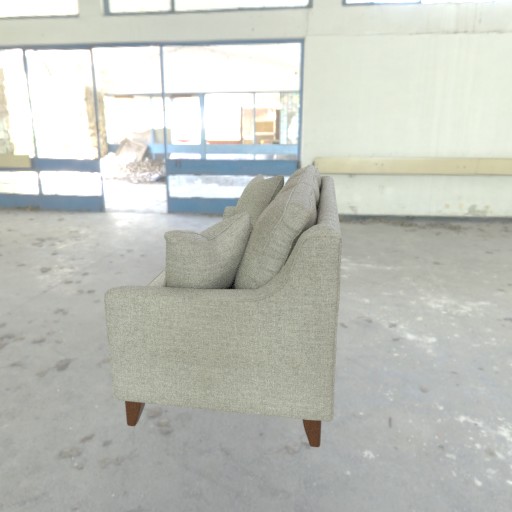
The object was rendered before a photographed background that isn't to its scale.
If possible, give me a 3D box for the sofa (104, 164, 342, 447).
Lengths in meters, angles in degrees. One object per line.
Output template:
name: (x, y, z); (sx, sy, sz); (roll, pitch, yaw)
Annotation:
sofa: (0.000, 0.000, 2.495); (0.865, 0.914, 2.031); (2, 15, 9)
